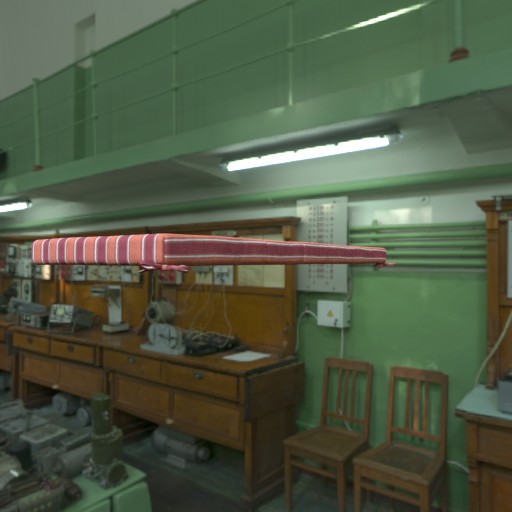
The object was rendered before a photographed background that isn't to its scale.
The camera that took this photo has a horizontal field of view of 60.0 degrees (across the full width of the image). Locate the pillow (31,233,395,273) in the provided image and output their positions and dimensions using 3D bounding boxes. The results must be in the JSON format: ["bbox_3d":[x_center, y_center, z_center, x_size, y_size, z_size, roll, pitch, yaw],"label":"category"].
[{"bbox_3d":[0.000,0.000,1.358,0.492,0.081,1.187,0,-1,36],"label":"pillow"}]
